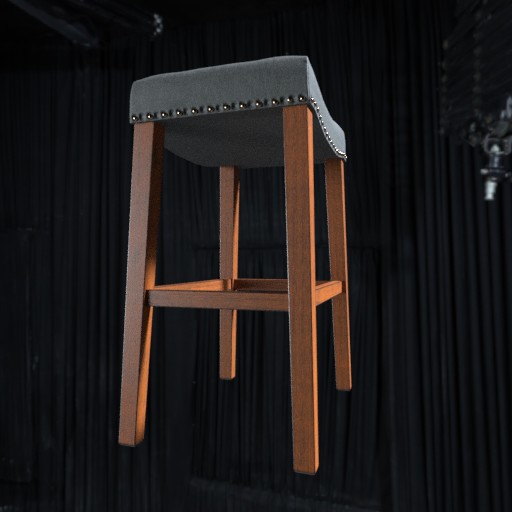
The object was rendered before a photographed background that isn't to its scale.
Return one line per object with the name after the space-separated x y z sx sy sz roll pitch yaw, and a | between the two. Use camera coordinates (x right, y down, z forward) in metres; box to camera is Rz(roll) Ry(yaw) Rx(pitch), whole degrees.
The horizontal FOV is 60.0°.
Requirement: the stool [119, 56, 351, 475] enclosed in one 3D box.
0.000 0.000 0.874 0.320 0.612 0.439 0 0 19 | stool
